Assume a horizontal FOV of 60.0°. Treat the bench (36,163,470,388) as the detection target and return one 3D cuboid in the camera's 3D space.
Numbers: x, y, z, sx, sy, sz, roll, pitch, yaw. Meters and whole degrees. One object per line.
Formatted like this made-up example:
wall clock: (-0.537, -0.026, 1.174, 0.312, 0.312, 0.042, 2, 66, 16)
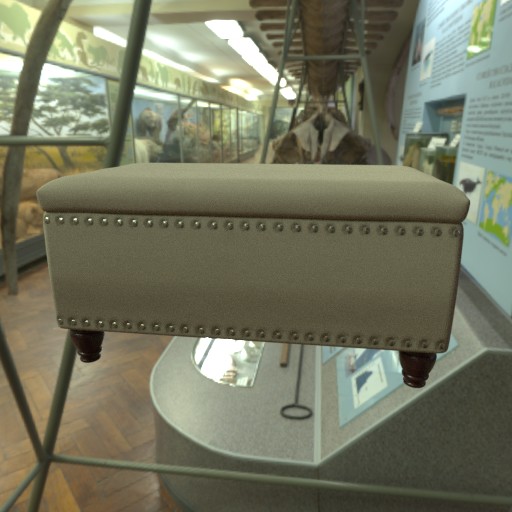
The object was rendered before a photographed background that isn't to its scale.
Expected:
bench: (0.000, 0.000, 1.173, 0.887, 0.449, 0.500, 2, 16, 8)
